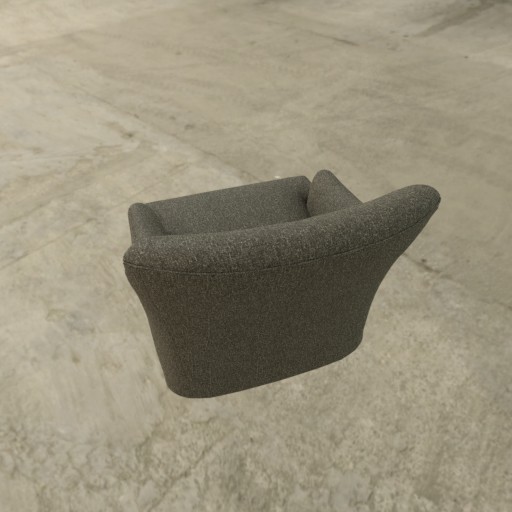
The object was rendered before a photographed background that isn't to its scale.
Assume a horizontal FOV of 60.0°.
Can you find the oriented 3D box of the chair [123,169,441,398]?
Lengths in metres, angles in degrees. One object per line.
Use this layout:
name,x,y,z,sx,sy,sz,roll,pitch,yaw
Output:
chair,0.000,0.000,1.586,0.864,0.856,0.923,-12,43,-14
